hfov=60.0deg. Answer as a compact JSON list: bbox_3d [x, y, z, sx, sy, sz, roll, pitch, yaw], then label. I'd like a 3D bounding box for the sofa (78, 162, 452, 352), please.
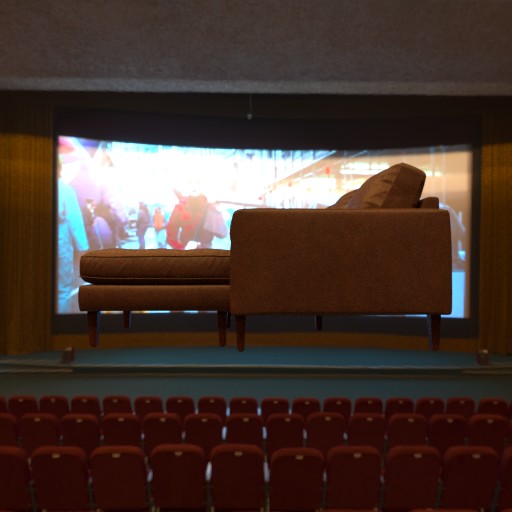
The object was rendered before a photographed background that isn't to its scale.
[{"bbox_3d":[0.000,0.000,2.918,1.613,0.841,2.185,0,-1,-1],"label":"sofa"}]
